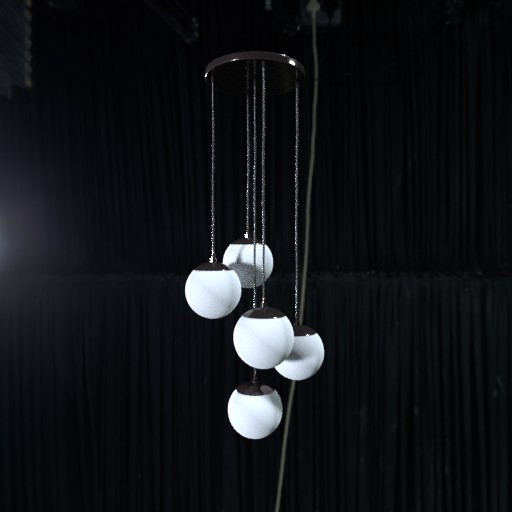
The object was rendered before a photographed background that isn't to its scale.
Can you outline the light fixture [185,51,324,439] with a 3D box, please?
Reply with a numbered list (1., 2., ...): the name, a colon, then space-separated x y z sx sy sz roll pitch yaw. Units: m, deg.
1. light fixture: 0.000 0.000 1.548 0.484 1.271 0.489 0 1 -1
